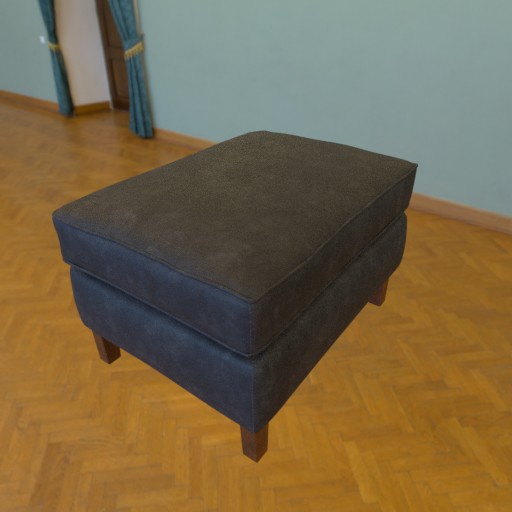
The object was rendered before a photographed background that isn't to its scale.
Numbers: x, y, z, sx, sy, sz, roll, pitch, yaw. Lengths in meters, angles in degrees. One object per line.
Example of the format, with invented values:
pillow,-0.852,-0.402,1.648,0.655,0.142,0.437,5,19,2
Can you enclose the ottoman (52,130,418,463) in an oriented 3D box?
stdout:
ottoman,0.000,0.000,0.993,0.501,0.413,0.665,21,37,30
